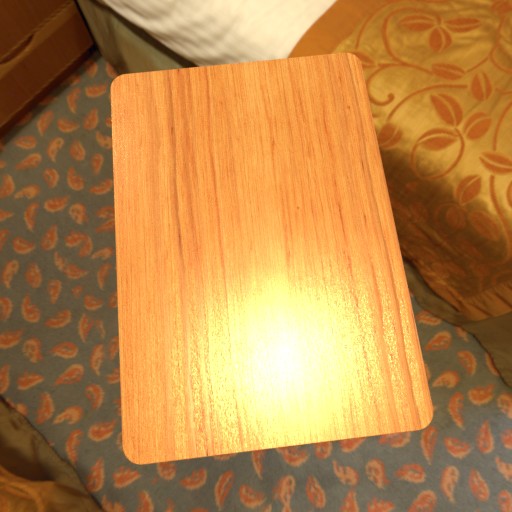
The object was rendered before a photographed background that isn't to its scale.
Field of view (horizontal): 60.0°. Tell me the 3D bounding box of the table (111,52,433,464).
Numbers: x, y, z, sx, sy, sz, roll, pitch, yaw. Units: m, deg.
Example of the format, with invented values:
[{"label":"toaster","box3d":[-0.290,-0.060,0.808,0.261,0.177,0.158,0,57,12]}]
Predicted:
[{"label":"table","box3d":[0.000,0.000,1.316,0.696,0.445,0.997,-6,75,-2]}]
